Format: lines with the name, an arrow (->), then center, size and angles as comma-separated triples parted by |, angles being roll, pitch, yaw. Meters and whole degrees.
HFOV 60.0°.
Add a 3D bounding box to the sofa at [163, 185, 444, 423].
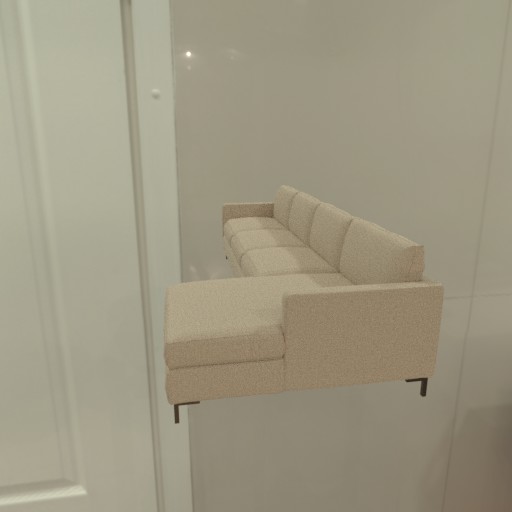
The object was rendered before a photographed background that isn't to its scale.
sofa -> 0.000, 0.000, 3.187 | 1.258, 0.755, 2.731 | -3, 15, -9
